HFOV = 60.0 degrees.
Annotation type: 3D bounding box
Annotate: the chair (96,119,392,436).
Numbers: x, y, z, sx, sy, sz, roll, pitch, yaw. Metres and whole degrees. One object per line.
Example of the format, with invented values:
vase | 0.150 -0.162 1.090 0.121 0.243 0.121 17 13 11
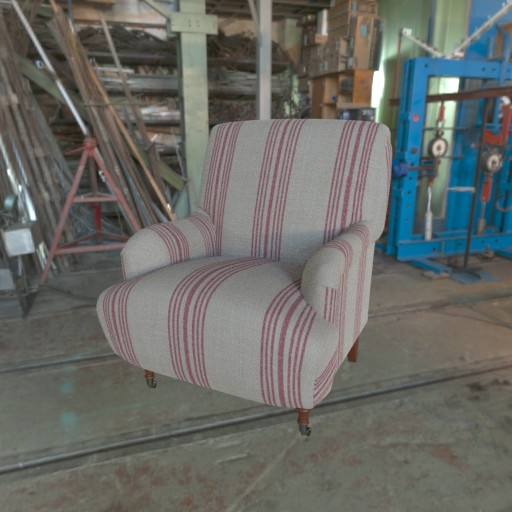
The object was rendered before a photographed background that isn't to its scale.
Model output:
chair | 0.000 0.000 1.876 0.933 1.123 1.058 8 18 25
